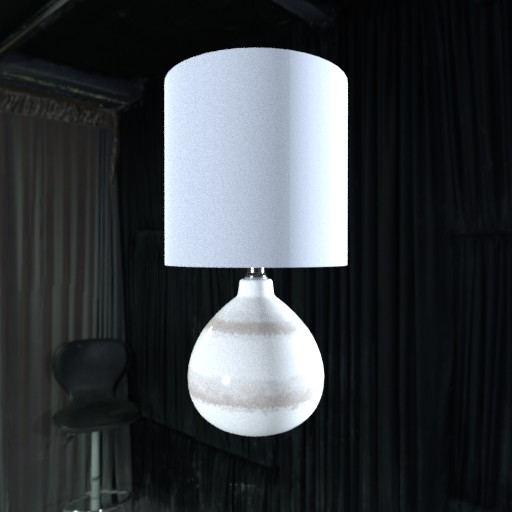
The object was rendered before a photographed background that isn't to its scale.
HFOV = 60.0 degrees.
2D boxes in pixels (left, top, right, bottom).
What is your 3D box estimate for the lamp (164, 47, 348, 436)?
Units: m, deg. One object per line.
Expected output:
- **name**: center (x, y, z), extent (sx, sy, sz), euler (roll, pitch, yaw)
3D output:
- **lamp**: center (0.000, 0.000, 0.537), extent (0.217, 0.404, 0.217), euler (0, 1, 36)
